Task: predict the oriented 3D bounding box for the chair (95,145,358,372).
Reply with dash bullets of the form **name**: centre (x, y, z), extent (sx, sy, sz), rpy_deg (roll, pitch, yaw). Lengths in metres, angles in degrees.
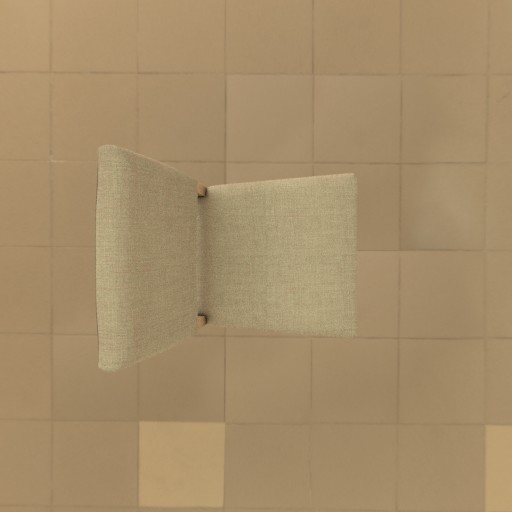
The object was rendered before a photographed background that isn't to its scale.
- **chair**: centre (0.000, 0.000, 1.331), extent (0.622, 0.986, 0.508), rpy_deg (0, 91, 0)
